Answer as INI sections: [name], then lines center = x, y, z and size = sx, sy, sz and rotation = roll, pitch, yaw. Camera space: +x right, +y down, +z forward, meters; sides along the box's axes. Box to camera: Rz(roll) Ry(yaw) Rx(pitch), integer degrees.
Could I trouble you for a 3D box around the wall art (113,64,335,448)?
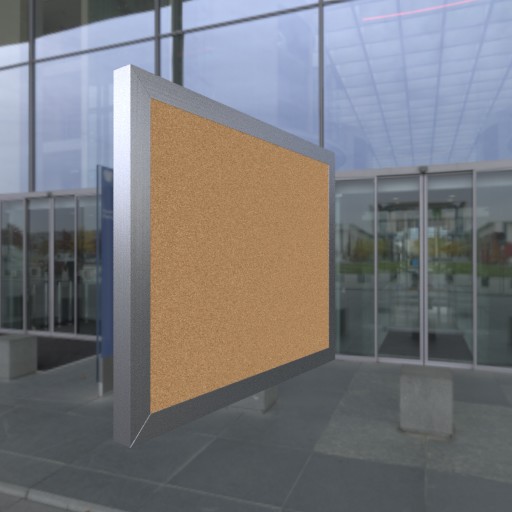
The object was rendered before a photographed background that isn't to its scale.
[wall art]
center = 0.000, 0.000, 0.762
size = 0.032, 0.456, 0.557
rotation = 0, 0, 36
